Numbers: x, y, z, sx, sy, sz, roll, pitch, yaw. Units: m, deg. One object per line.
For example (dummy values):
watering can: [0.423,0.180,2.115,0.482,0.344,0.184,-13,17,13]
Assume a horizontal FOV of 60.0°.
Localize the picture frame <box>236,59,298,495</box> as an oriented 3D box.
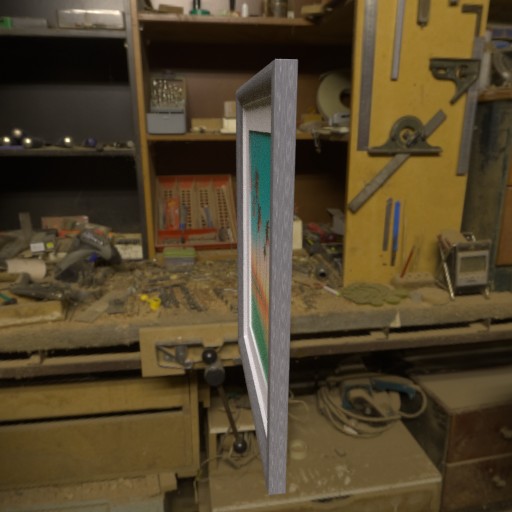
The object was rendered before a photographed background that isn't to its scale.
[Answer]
picture frame: [0.000,0.000,0.754,0.029,0.559,0.454,-2,17,-7]
